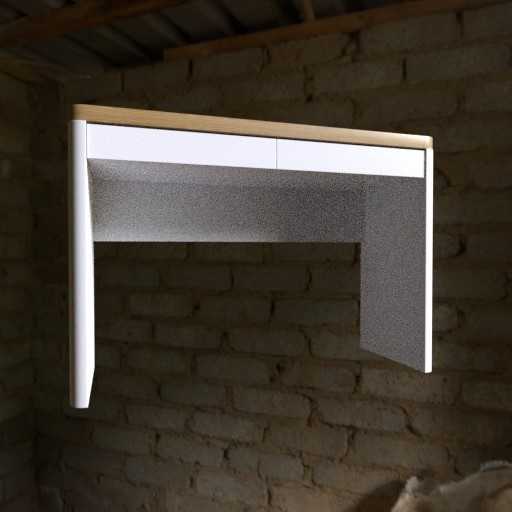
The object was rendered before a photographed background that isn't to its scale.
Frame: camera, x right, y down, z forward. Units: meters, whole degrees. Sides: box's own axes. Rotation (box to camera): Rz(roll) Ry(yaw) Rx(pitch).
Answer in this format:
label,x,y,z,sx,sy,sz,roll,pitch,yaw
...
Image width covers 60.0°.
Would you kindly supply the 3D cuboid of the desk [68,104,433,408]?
label,x,y,z,sx,sy,sz,roll,pitch,yaw
desk,0.000,0.000,1.441,1.100,0.760,0.390,0,1,-18
